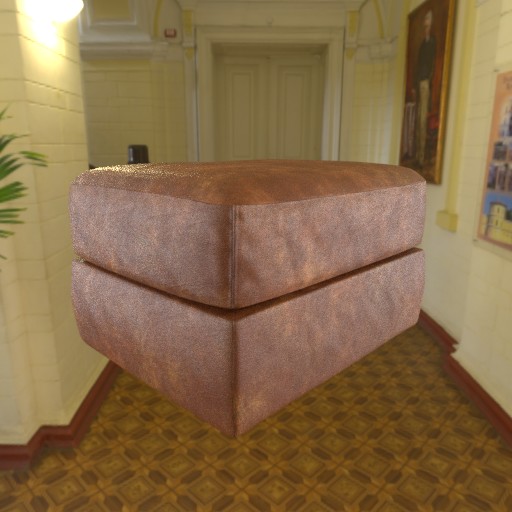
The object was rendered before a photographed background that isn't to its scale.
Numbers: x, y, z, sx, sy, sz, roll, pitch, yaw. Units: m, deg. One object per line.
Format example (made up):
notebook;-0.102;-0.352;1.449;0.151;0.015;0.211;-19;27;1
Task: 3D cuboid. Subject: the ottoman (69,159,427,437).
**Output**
ottoman;0.000;0.000;1.143;0.603;0.476;0.751;13;19;42
